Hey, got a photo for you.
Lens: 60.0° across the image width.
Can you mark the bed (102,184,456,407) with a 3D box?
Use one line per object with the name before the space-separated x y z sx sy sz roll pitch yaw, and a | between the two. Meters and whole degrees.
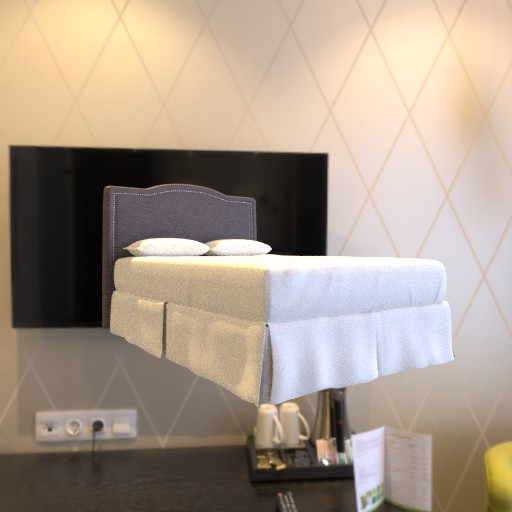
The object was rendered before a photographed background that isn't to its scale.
bed | 0.000 0.000 3.592 1.741 1.441 2.507 0 1 -35
